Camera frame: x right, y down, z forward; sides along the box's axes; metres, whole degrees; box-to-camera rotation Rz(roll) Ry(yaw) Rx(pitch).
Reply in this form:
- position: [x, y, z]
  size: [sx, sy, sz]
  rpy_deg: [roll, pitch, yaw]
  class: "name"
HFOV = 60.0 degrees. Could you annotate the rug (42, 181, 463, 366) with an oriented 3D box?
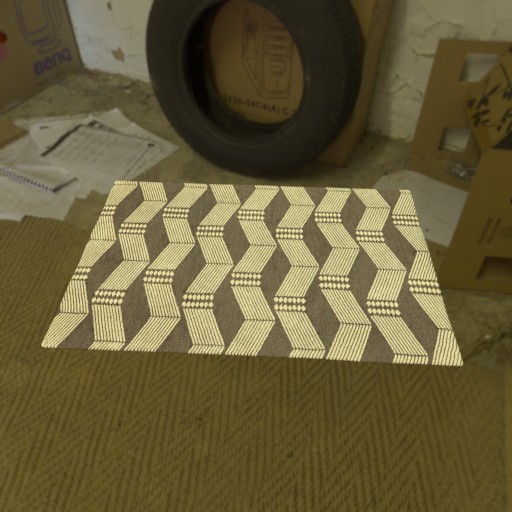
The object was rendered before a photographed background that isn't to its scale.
- position: [0.000, 0.000, 2.333]
  size: [1.833, 0.016, 1.210]
  rpy_deg: [2, 46, 2]
  class: "rug"
